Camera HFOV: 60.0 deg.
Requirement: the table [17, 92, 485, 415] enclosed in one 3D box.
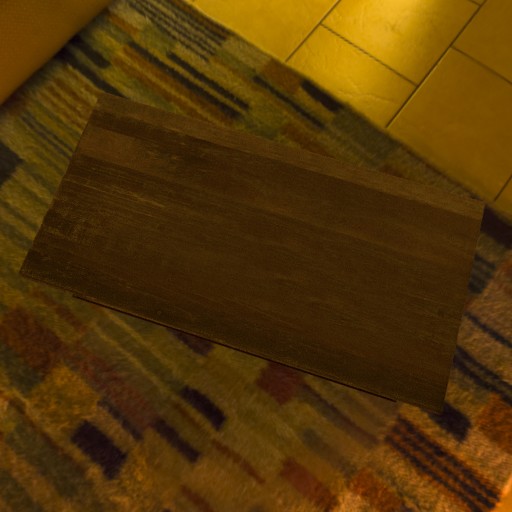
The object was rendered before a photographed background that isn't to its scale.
[{"bbox_3d":[0.000,0.000,1.321,1.088,0.373,0.554,17,77,4],"label":"table"}]
